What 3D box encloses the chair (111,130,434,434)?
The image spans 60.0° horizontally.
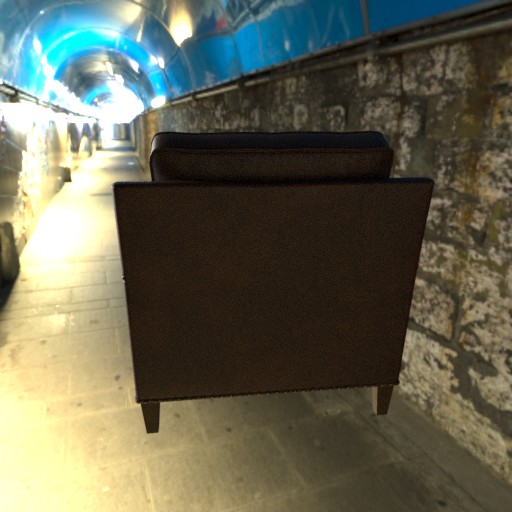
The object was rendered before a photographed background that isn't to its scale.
[{"bbox_3d":[0.000,0.000,1.704,0.853,0.929,1.014,-2,16,-7],"label":"chair"}]
